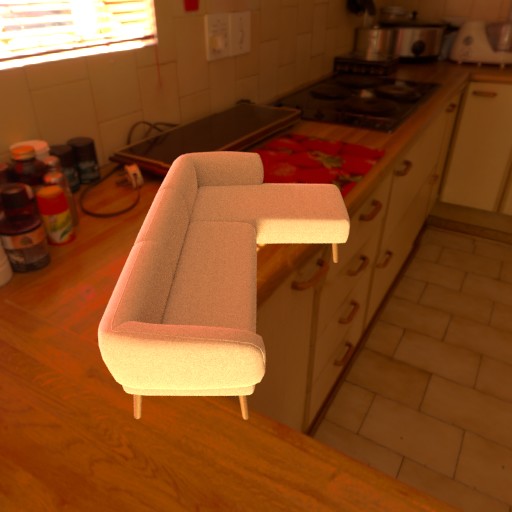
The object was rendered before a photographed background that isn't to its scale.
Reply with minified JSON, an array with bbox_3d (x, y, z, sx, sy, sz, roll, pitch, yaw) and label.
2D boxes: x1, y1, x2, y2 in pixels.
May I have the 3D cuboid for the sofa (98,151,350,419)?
[{"bbox_3d":[0.000,0.000,3.334,1.610,0.730,2.660,0,32,0],"label":"sofa"}]
